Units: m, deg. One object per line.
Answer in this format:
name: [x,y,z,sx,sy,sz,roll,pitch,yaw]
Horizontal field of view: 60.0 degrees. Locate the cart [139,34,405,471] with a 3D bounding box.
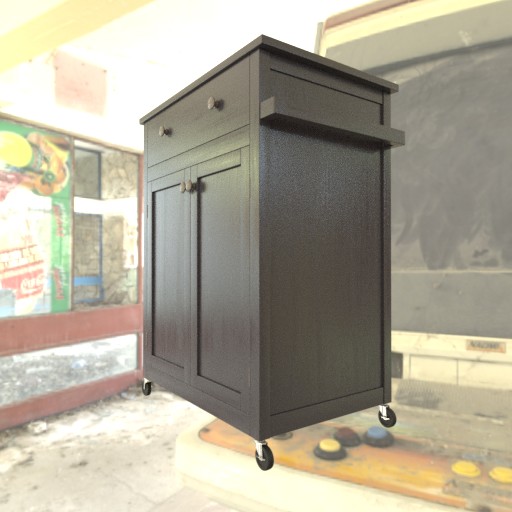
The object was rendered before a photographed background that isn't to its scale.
cart: [0.000,0.000,1.259,0.449,0.878,0.690,0,-1,-36]
